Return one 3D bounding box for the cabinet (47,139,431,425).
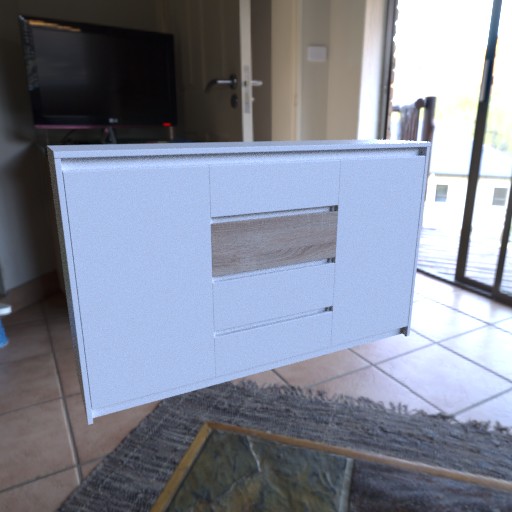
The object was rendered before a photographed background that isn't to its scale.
[{"bbox_3d":[0.000,0.000,1.832,1.450,0.900,0.380,-8,18,-26],"label":"cabinet"}]
